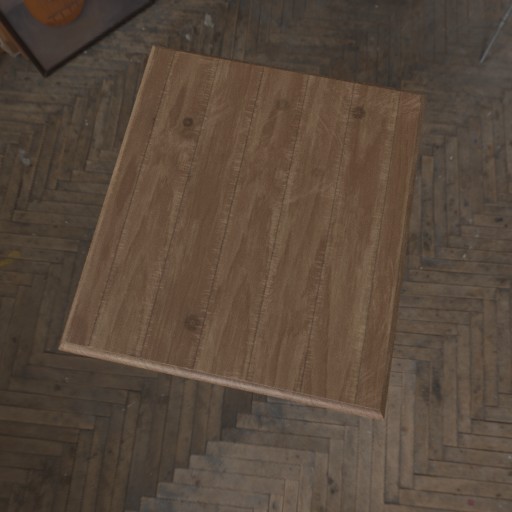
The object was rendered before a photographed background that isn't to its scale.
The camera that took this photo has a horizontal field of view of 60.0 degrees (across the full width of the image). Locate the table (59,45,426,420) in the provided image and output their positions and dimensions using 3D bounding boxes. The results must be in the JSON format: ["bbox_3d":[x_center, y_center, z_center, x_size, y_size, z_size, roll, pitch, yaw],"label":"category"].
[{"bbox_3d":[0.000,0.000,0.927,0.457,0.561,0.508,11,76,3],"label":"table"}]
